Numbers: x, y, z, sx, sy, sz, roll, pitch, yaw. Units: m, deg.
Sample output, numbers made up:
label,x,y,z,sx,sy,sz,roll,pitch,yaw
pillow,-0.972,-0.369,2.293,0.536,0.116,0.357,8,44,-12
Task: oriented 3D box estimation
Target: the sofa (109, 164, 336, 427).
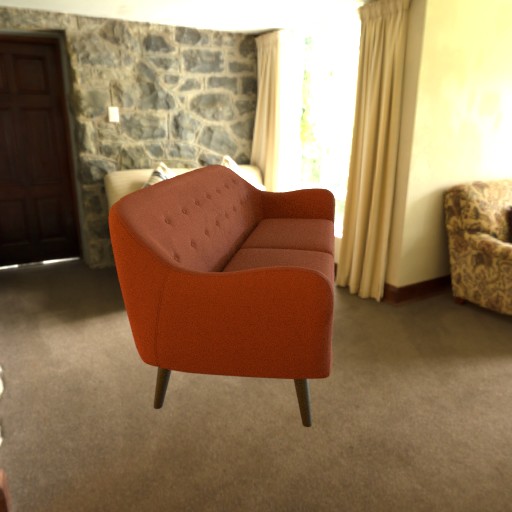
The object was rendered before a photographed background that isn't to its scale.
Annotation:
label,x,y,z,sx,sy,sz,roll,pitch,yaw
sofa,0.000,0.000,2.317,0.820,0.836,1.840,3,17,9
